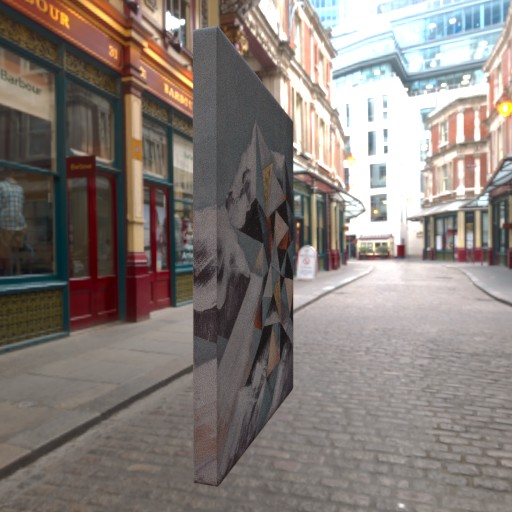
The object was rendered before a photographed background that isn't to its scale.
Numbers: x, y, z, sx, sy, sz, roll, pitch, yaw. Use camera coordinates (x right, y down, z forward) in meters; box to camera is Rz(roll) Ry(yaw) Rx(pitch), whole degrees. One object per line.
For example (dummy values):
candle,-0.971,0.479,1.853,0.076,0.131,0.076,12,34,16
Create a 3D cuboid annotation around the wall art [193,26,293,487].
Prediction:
wall art,0.000,0.000,0.807,0.037,0.613,0.455,0,0,18
